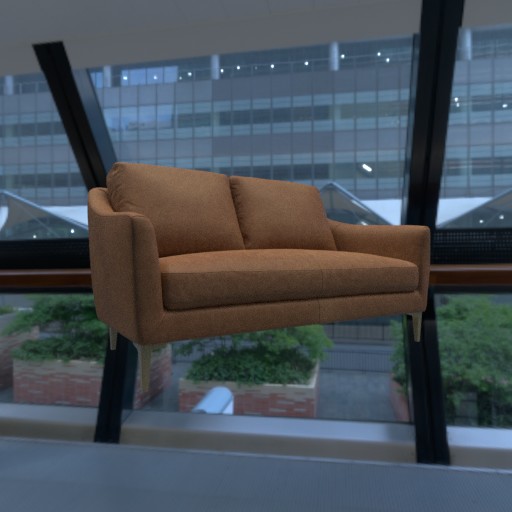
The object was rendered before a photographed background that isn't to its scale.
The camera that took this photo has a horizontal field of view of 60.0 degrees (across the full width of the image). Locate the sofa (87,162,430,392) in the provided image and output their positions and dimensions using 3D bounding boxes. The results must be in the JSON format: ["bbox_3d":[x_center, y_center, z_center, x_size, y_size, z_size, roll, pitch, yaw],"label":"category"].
[{"bbox_3d":[0.000,0.000,2.260,1.619,0.902,0.960,0,0,-35],"label":"sofa"}]
